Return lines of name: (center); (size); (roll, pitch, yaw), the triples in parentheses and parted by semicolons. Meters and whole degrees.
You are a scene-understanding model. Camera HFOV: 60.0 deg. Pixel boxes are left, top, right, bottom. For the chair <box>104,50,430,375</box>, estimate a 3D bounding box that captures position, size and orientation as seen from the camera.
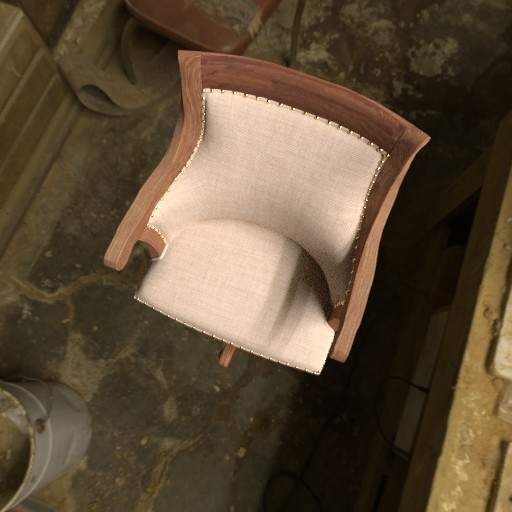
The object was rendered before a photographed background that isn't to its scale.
chair: (0.000, 0.000, 1.390); (0.656, 0.965, 0.689); (21, 75, 6)
